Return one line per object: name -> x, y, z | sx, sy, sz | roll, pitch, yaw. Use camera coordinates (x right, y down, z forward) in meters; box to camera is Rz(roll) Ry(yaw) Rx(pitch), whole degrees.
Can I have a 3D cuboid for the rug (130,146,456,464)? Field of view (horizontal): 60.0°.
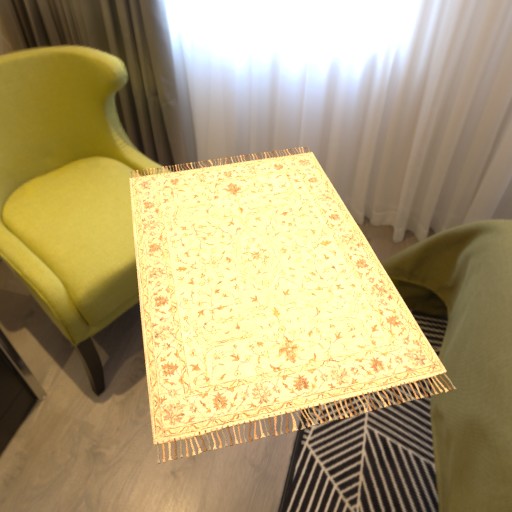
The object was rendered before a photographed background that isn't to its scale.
rug -> 0.000, 0.000, 2.315 | 1.218, 0.017, 1.861 | -10, 47, -10
